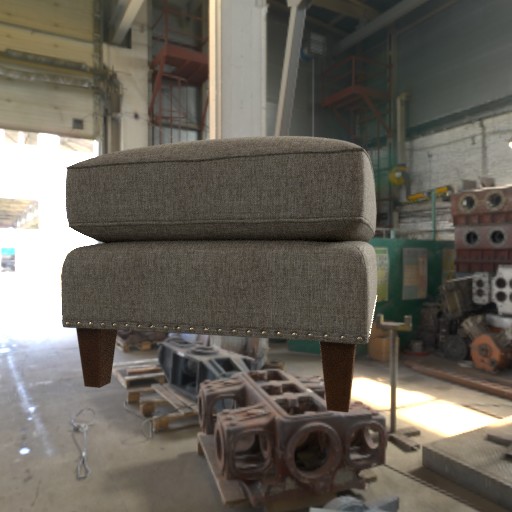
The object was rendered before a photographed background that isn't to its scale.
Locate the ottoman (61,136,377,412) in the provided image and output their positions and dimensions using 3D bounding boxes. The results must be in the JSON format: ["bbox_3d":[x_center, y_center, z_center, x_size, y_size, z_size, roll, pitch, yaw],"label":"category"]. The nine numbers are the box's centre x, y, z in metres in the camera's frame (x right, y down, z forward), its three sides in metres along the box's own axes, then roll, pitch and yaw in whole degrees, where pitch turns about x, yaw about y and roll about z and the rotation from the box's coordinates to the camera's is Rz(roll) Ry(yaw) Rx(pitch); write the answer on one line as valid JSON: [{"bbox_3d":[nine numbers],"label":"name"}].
[{"bbox_3d":[0.000,0.000,1.125,0.584,0.513,0.741,0,0,16],"label":"ottoman"}]
